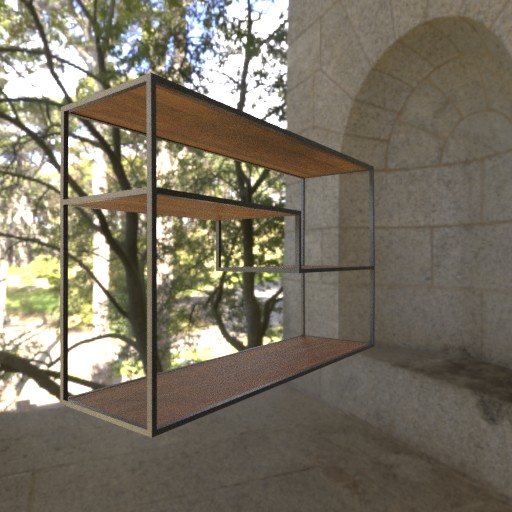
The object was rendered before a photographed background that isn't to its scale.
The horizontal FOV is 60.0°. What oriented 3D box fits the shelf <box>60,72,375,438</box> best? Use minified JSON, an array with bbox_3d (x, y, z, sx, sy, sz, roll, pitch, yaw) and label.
[{"bbox_3d":[0.000,0.000,1.514,0.361,0.765,1.201,0,0,37],"label":"shelf"}]
